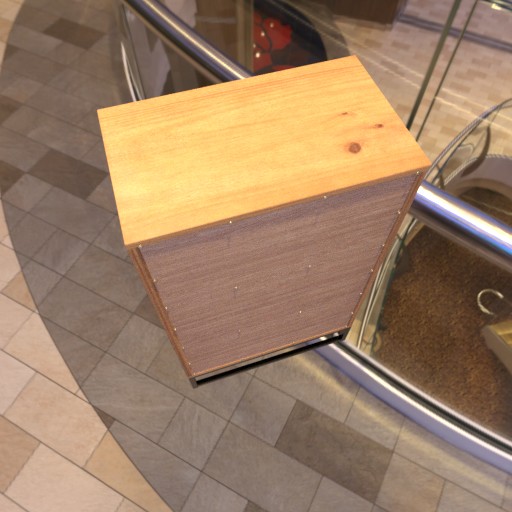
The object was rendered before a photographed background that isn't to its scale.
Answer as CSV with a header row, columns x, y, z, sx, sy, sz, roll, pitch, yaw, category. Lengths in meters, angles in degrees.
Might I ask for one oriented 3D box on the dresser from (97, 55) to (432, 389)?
x,y,z,sx,sy,sz,roll,pitch,yaw,category
0.000,0.000,1.674,0.761,1.240,0.479,-16,60,-9,dresser
